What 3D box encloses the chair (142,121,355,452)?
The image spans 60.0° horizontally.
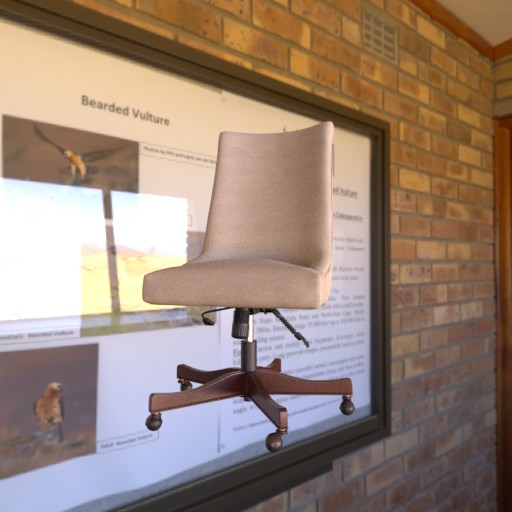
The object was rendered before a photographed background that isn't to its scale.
[{"bbox_3d":[0.000,0.000,1.489,0.645,1.010,0.696,0,-1,17],"label":"chair"}]
